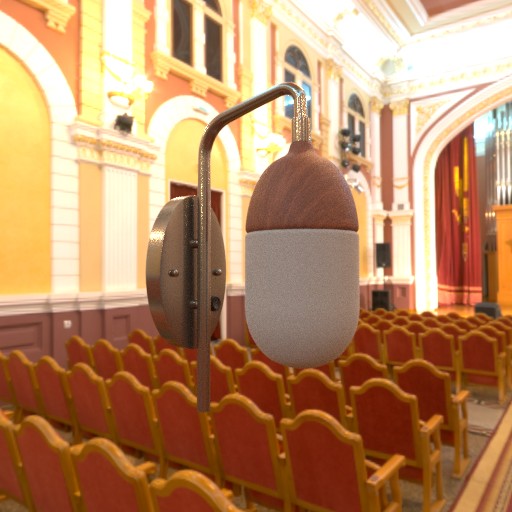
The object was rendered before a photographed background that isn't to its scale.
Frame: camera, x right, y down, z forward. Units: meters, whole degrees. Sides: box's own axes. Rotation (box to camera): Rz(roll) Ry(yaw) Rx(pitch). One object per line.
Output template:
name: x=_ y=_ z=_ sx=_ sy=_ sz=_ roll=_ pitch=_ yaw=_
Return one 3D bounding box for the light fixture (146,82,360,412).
light fixture: x=0.000 y=0.000 z=0.457 sx=0.216 sy=0.343 sz=0.108 roll=-1 pitch=-2 yaw=36
